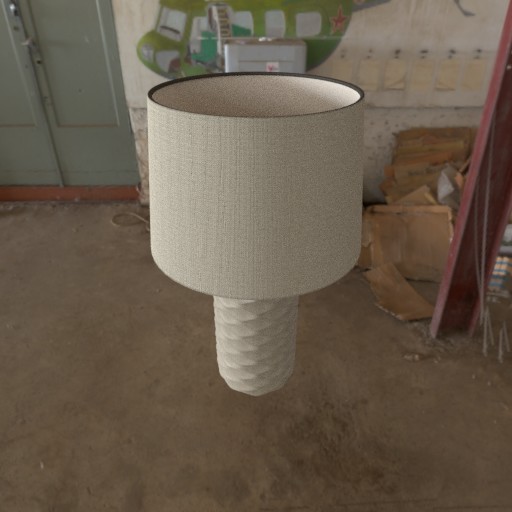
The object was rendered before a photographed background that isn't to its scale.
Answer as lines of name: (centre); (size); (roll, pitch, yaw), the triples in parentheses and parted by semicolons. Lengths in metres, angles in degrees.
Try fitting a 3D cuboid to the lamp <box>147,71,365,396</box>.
lamp: (0.000, 0.000, 0.830); (0.376, 0.594, 0.376); (0, 32, 0)
